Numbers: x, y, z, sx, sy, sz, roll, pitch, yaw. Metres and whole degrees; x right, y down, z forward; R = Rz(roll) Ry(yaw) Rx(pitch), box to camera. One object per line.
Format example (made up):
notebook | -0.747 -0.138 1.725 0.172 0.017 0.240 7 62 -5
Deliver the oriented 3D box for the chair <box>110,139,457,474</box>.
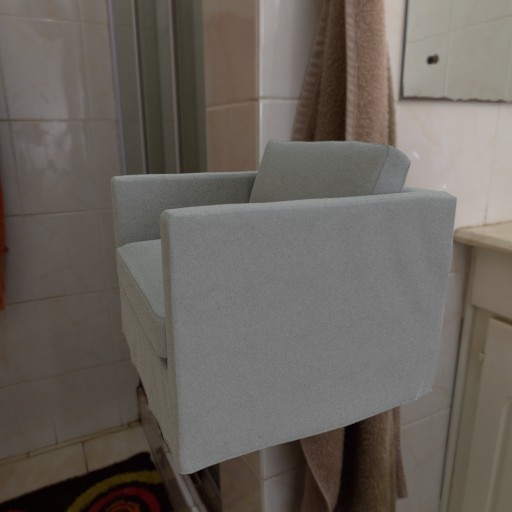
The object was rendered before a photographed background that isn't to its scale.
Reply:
chair | 0.000 0.000 1.707 0.949 0.863 1.057 -7 17 -24
